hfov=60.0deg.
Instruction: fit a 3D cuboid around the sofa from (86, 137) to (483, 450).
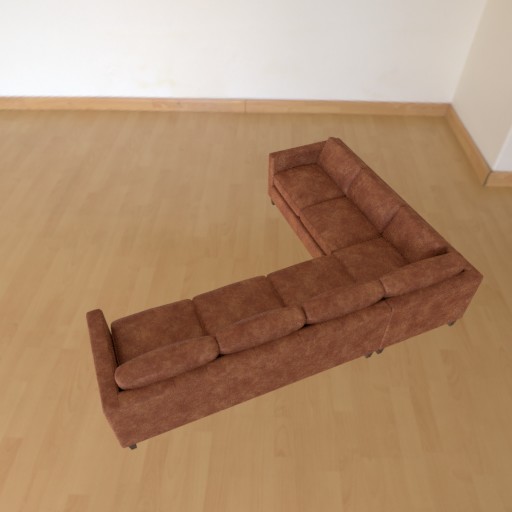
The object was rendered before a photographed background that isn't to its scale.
[{"bbox_3d":[0.000,0.000,4.278,3.150,0.838,2.438,-16,47,-16],"label":"sofa"}]
